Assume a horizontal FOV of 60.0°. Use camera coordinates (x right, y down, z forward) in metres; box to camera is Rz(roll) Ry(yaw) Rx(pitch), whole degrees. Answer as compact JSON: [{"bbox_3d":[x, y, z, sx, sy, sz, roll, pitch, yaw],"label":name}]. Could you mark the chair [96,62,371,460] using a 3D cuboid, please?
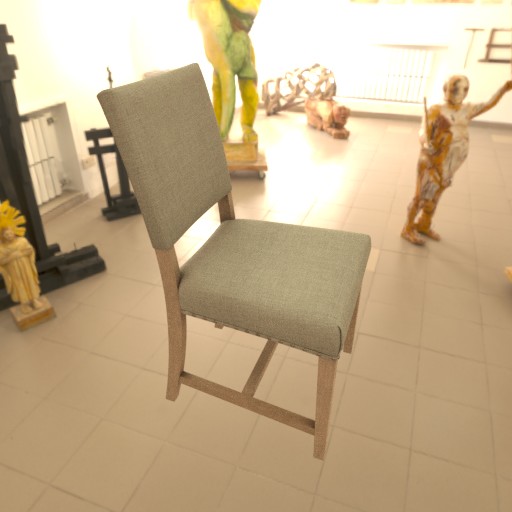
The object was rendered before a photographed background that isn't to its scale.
[{"bbox_3d":[0.000,0.000,1.319,0.622,0.986,0.508,11,33,17],"label":"chair"}]
